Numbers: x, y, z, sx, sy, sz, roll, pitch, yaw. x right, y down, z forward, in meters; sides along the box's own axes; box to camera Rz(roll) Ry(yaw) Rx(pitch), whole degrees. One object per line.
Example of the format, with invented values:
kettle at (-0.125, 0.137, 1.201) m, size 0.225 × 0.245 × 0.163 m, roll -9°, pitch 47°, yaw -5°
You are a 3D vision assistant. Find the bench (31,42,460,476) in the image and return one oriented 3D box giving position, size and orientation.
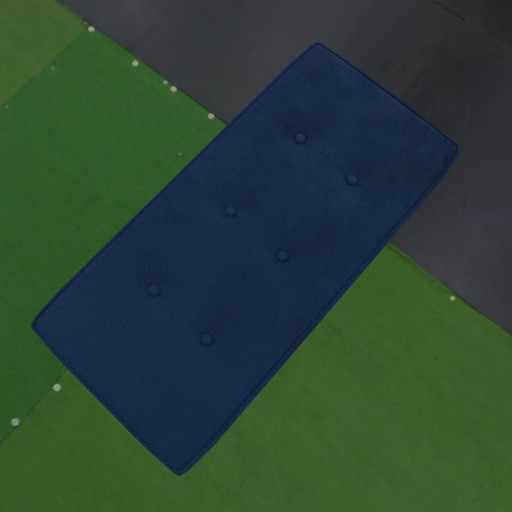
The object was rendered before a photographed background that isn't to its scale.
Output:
bench at (0.000, 0.000, 1.240) m, size 0.489 × 0.467 × 1.010 m, roll 41°, pitch 80°, yaw 9°
